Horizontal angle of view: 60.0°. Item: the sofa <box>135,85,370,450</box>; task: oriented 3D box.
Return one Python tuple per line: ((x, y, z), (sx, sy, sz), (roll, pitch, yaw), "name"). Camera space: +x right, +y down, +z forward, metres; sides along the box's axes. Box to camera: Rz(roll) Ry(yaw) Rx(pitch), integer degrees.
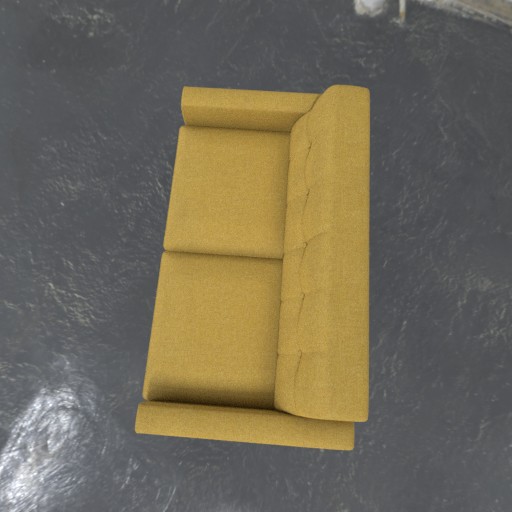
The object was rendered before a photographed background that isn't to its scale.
((0.000, 0.000, 2.121), (0.909, 0.841, 1.631), (4, 74, 1), "sofa")
